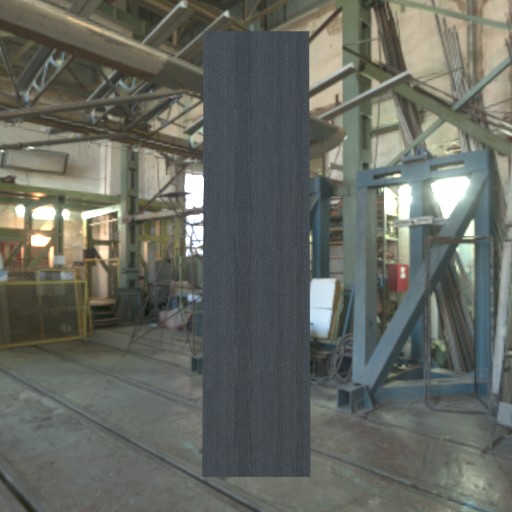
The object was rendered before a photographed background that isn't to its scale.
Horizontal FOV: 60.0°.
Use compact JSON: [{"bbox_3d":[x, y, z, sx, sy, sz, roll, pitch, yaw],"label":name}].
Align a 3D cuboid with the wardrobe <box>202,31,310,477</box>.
[{"bbox_3d":[0.000,0.000,2.872,0.480,2.000,1.770,0,-1,0],"label":"wardrobe"}]
